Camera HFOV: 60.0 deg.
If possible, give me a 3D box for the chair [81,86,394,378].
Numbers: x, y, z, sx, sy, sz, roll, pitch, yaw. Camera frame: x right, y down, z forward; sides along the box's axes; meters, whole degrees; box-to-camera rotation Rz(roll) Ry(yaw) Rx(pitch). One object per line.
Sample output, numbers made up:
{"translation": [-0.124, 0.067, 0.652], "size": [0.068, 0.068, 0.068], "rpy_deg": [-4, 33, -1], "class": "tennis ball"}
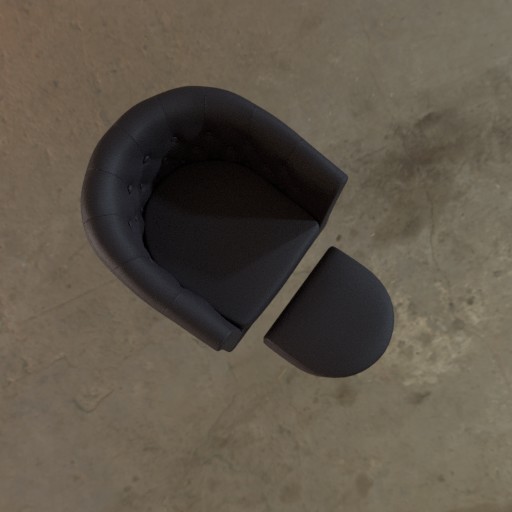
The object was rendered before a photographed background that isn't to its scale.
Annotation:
{"translation": [0.000, 0.000, 1.689], "size": [1.191, 0.760, 0.763], "rpy_deg": [36, 78, 9], "class": "chair"}
